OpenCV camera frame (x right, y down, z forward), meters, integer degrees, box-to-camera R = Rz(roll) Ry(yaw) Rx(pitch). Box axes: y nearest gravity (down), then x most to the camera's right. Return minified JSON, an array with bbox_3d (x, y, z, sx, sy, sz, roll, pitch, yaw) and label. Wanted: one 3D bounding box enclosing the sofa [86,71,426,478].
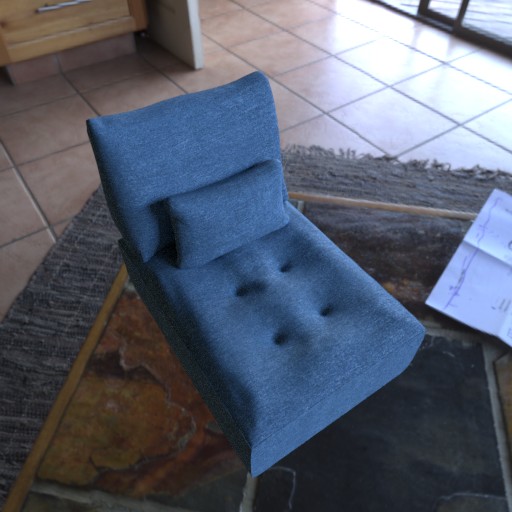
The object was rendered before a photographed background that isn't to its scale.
[{"bbox_3d":[0.000,0.000,1.524,0.700,0.820,1.000,-26,53,-22],"label":"sofa"}]
